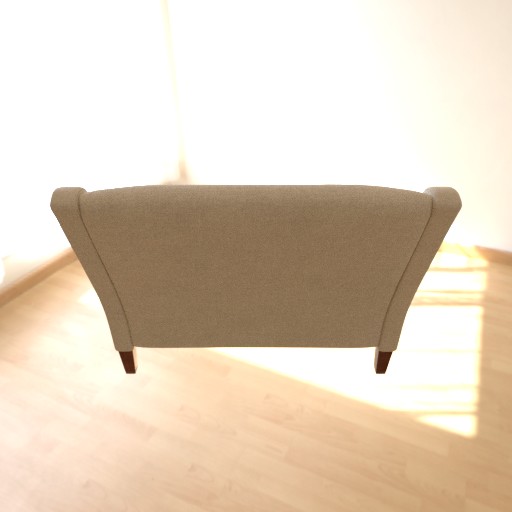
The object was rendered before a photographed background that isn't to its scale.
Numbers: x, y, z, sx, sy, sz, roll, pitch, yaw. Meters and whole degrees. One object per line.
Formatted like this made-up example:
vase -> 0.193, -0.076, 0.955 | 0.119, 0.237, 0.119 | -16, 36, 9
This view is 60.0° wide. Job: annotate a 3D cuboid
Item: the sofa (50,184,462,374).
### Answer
sofa -> 0.000, 0.000, 1.915 | 1.212, 0.976, 0.946 | 0, 31, 0
